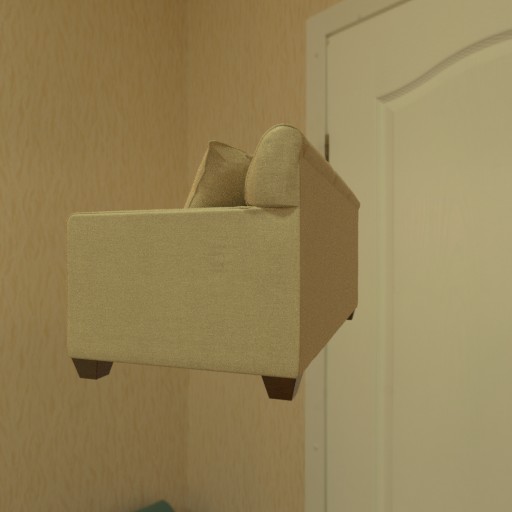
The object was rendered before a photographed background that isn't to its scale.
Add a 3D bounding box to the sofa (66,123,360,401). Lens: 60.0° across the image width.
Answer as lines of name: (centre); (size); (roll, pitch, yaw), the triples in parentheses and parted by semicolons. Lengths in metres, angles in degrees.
sofa: (0.000, 0.000, 2.544); (0.997, 0.958, 2.024); (0, 1, 18)
